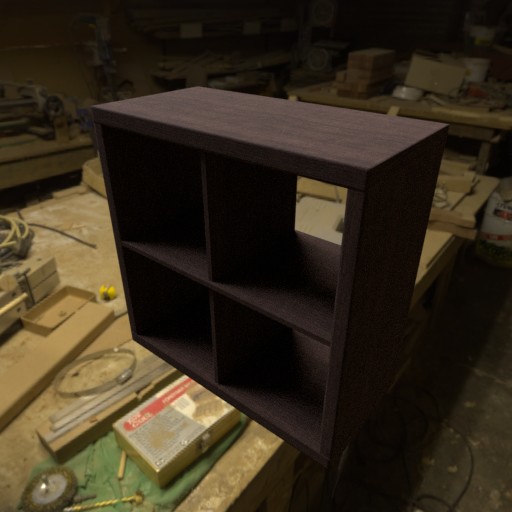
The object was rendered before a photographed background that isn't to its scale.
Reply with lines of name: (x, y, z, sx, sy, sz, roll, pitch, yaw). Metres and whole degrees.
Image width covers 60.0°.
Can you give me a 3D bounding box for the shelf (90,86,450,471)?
shelf: (0.000, 0.000, 1.263, 0.790, 0.786, 0.390, 22, 37, 33)
